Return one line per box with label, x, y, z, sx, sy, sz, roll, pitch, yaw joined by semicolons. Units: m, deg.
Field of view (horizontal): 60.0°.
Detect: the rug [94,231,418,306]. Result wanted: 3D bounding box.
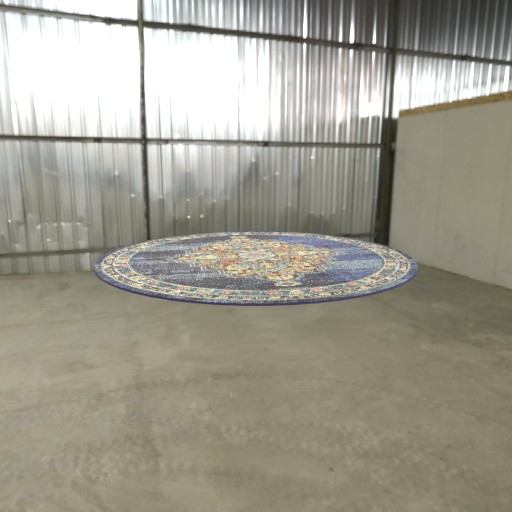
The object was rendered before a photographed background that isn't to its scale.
rug;0.000;0.000;3.457;2.386;0.014;2.386;0;12;0
